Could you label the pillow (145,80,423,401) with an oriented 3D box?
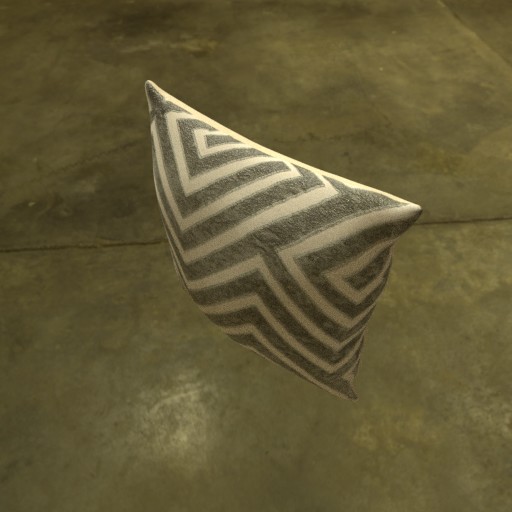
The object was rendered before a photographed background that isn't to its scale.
[{"bbox_3d":[0.000,0.000,0.694,0.440,0.441,0.182,32,54,27],"label":"pillow"}]
